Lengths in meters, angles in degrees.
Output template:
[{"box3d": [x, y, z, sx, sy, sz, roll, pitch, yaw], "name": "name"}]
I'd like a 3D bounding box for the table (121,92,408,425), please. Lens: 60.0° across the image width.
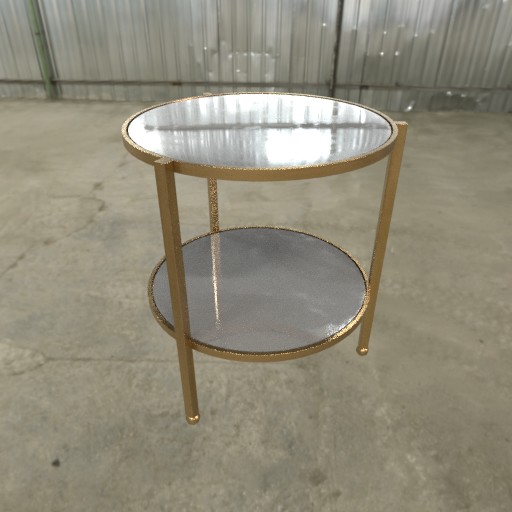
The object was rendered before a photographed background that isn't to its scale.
[{"box3d": [0.000, 0.000, 0.450, 0.231, 0.269, 0.243, 19, 37, 28], "name": "table"}]
